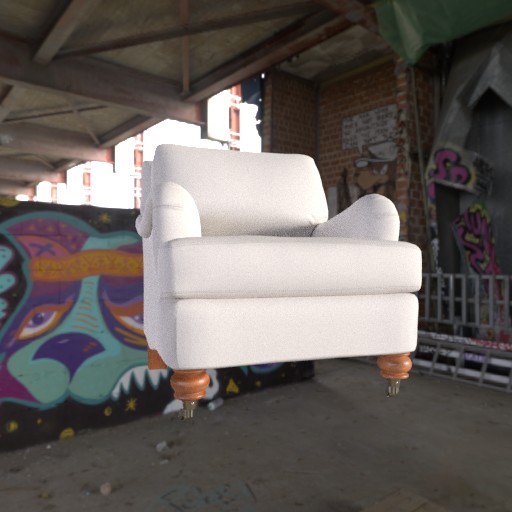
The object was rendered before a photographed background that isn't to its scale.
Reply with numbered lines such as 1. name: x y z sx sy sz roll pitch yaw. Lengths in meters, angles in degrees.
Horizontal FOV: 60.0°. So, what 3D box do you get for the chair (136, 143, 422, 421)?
1. chair: 0.000 0.000 1.889 0.955 1.038 1.070 0 -1 -19
